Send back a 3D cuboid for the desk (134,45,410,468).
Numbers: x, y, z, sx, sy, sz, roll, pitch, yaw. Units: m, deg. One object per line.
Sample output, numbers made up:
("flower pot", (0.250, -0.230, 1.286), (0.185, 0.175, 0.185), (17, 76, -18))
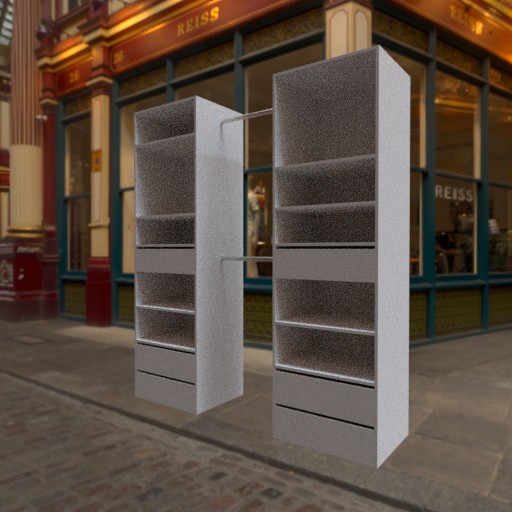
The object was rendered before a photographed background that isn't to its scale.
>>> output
("desk", (0.000, 0.000, 2.804), (1.770, 2.000, 0.480), (1, 1, 36))
